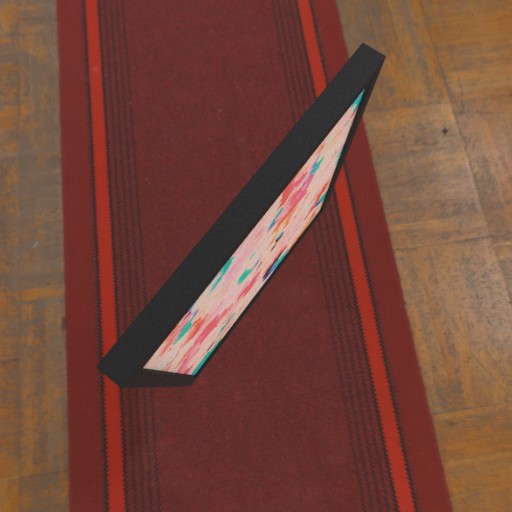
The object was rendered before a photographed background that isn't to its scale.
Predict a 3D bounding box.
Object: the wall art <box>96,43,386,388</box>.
[{"bbox_3d":[0.000,0.000,0.753,0.036,0.503,0.506,36,77,10],"label":"wall art"}]
